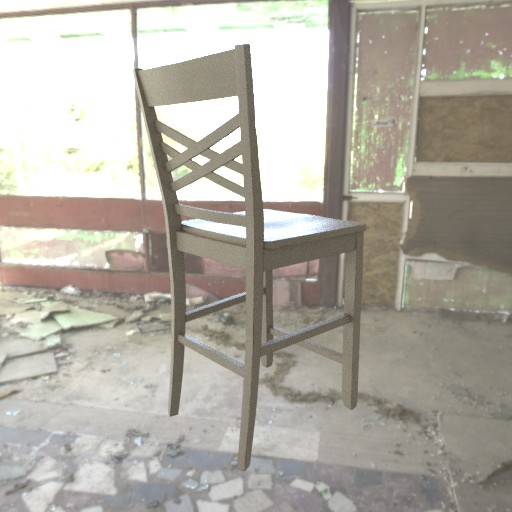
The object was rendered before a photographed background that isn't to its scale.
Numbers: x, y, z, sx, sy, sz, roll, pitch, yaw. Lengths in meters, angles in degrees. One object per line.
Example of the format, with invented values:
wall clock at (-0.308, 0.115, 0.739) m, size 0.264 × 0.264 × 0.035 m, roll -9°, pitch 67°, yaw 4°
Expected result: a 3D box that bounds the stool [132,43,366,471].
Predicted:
stool at (0.000, 0.000, 1.371) m, size 0.539 × 1.079 × 0.462 m, roll -13°, pitch 19°, yaw -42°
